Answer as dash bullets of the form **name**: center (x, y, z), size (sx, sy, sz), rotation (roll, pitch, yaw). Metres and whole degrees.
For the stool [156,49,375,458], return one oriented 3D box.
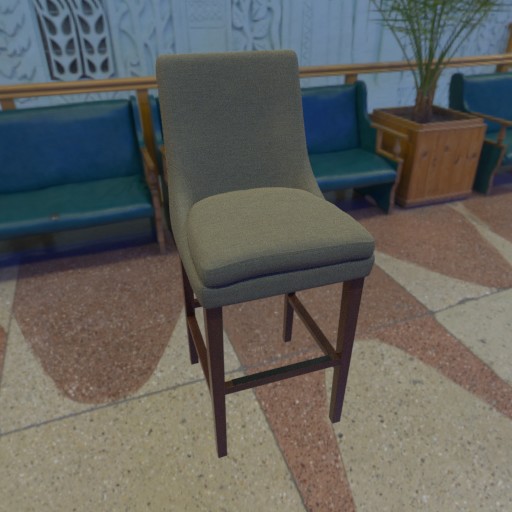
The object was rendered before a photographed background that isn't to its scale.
- **stool**: center (0.000, 0.000, 1.343), size (0.470, 1.078, 0.577), rotation (-10, 33, -16)
